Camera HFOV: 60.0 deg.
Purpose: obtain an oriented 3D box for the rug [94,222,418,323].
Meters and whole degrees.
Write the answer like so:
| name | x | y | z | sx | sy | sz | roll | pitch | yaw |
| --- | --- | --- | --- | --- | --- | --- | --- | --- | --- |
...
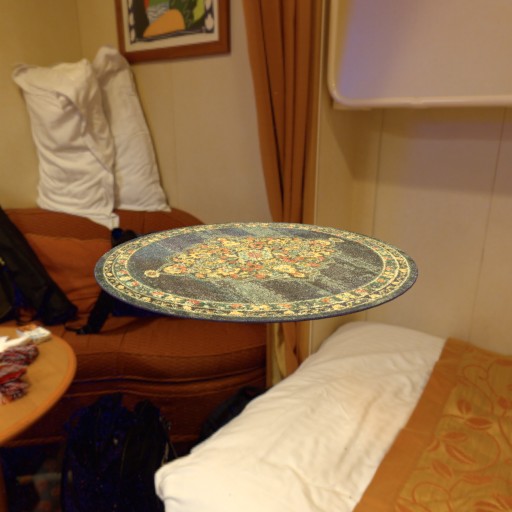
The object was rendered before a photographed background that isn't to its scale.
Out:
| name | x | y | z | sx | sy | sz | roll | pitch | yaw |
| --- | --- | --- | --- | --- | --- | --- | --- | --- | --- |
| rug | 0.000 | 0.000 | 3.454 | 2.386 | 0.014 | 2.386 | 0 | 17 | 0 |
